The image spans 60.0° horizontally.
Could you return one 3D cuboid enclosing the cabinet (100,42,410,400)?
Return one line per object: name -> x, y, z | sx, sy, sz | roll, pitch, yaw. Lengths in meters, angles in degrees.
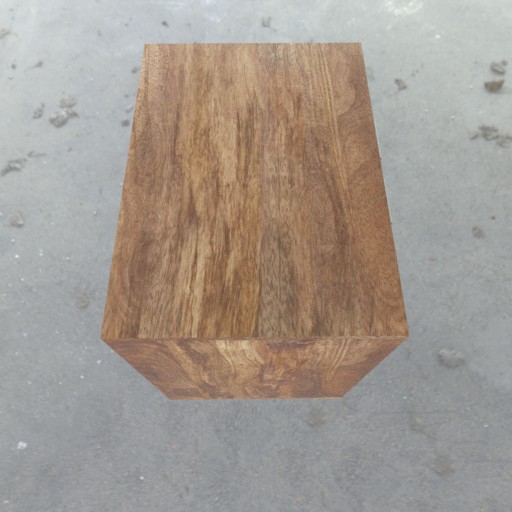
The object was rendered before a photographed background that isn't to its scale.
cabinet -> 0.000, 0.000, 1.148 | 0.473, 0.758, 0.647 | 0, 64, 0
